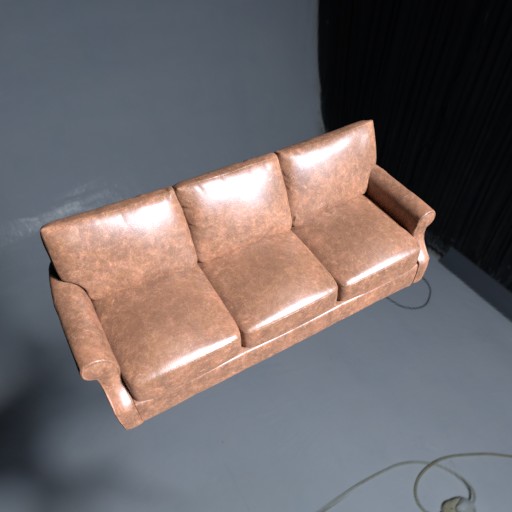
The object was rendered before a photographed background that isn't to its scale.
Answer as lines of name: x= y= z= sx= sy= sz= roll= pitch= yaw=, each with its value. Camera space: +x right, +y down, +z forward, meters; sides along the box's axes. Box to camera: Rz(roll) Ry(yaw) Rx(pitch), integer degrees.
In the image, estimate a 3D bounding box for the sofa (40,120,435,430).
sofa: x=0.000 y=0.000 z=2.779 sx=2.351 sy=0.977 sz=0.973 roll=-23 pitch=50 yaw=-20
